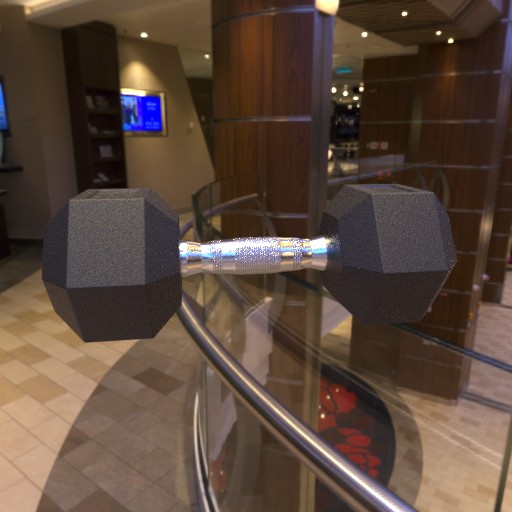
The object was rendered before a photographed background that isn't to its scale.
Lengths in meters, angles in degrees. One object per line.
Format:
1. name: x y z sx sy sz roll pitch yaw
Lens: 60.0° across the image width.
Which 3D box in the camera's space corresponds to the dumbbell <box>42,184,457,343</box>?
1. dumbbell: 0.000 0.000 0.418 0.356 0.123 0.141 -2 16 -8
